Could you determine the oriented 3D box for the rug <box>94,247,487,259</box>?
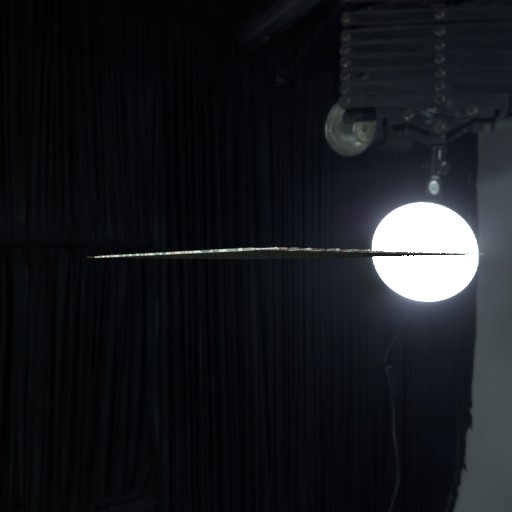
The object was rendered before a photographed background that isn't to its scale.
[{"bbox_3d":[0.000,0.000,2.315,1.219,0.010,1.829,1,-1,-36],"label":"rug"}]
